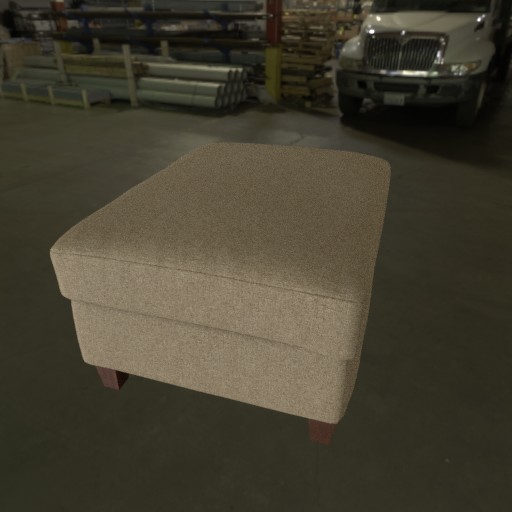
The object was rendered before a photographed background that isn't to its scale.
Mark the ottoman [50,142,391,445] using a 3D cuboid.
[{"bbox_3d":[0.000,0.000,1.313,0.692,0.511,0.889,9,30,15],"label":"ottoman"}]
